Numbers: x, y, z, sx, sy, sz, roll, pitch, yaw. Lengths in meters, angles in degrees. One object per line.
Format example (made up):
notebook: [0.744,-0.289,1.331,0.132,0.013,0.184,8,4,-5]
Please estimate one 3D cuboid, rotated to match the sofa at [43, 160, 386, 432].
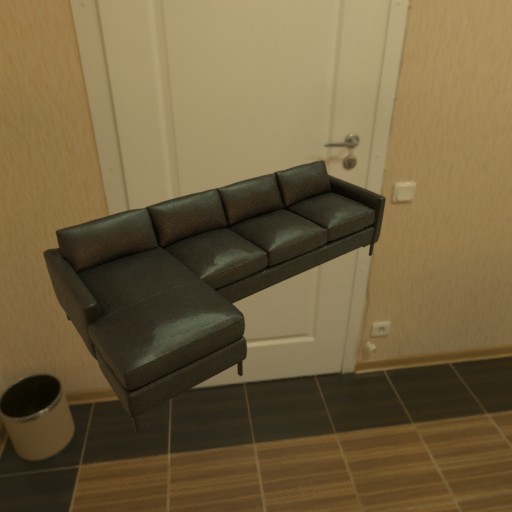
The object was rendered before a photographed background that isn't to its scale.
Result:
sofa: [0.000,0.000,3.759,2.993,0.859,1.471,-21,36,-32]
